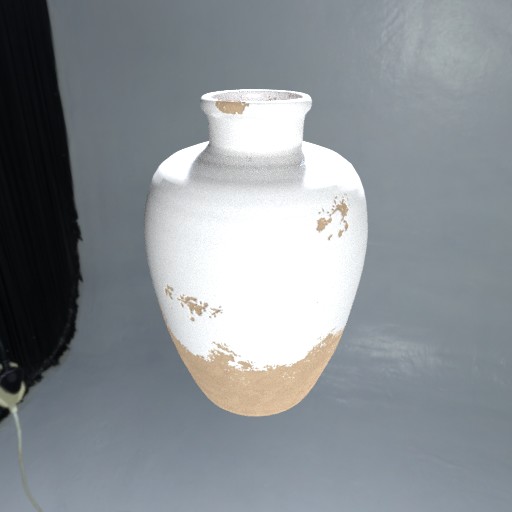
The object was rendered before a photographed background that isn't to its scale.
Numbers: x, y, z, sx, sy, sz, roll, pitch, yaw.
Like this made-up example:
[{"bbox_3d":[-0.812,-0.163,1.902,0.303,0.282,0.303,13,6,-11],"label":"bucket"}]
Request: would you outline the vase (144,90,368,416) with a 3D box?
[{"bbox_3d":[0.000,0.000,0.333,0.158,0.228,0.158,0,26,0],"label":"vase"}]
